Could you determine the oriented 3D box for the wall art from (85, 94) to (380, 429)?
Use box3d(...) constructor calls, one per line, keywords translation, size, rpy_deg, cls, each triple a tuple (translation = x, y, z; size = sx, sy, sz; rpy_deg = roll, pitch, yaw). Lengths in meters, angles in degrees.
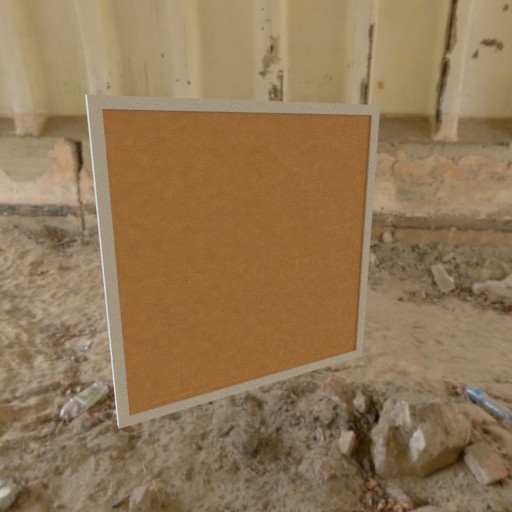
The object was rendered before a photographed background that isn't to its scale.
box3d(translation=(0.000, 0.000, 0.691), size=(0.457, 0.457, 0.012), rpy_deg=(-8, 18, -27), cls="wall art")
